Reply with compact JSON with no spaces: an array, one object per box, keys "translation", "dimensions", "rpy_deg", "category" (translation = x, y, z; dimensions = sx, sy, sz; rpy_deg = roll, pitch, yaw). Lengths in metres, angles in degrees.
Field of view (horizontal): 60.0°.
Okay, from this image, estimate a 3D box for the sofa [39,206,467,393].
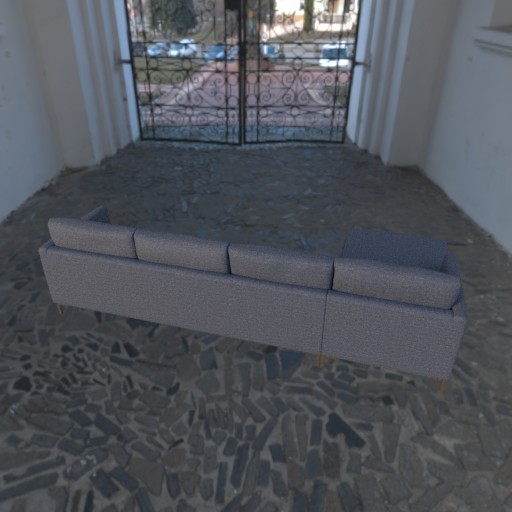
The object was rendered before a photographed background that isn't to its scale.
[{"translation":[0.000,0.000,2.904],"dimensions":[2.445,0.673,1.125],"rpy_deg":[8,32,14],"category":"sofa"}]
